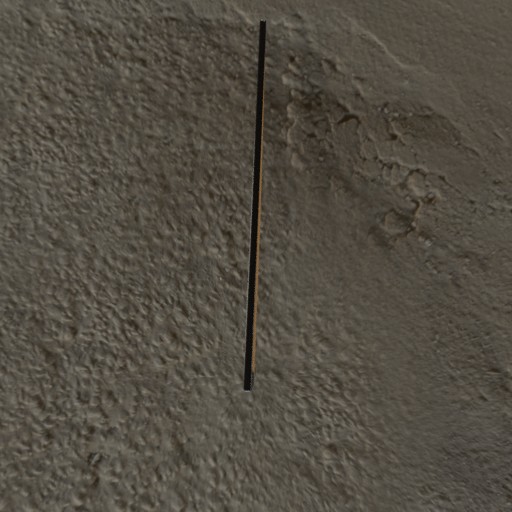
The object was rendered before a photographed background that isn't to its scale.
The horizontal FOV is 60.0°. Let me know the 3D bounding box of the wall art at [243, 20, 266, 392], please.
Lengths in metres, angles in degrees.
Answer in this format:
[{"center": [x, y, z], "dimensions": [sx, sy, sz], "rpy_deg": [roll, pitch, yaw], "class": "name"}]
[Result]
[{"center": [0.000, 0.000, 1.253], "dimensions": [0.013, 0.967, 0.707], "rpy_deg": [2, 75, 1], "class": "wall art"}]
